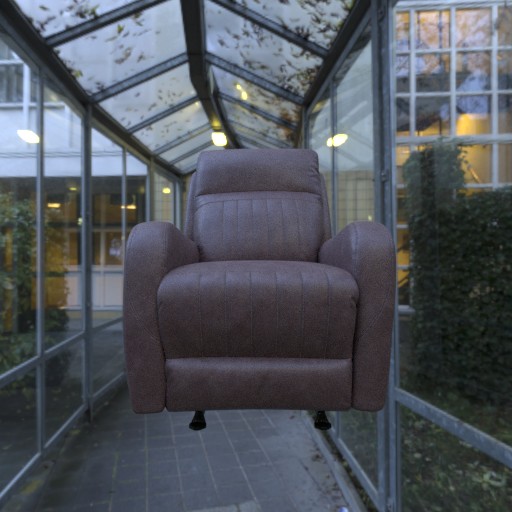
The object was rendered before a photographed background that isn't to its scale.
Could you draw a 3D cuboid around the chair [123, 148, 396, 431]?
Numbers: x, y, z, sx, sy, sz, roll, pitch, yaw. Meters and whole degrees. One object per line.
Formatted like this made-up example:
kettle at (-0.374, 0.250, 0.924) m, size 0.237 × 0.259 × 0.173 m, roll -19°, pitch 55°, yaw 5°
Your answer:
chair at (0.000, 0.000, 1.803) m, size 0.865 × 1.067 × 1.067 m, roll 0°, pitch 0°, yaw 0°
